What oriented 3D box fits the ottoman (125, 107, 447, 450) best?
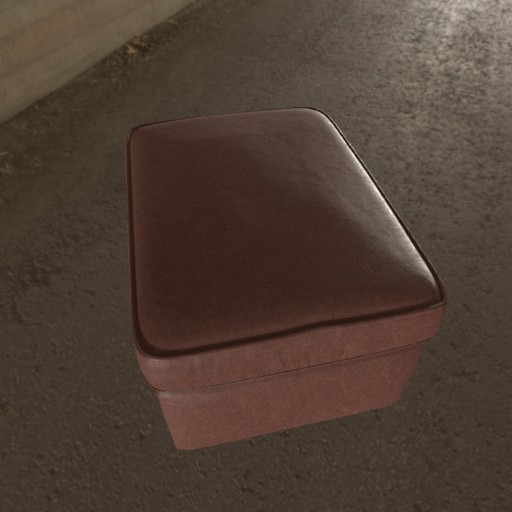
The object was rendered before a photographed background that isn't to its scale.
[{"bbox_3d":[0.000,0.000,1.082,0.548,0.449,0.749,-9,46,-9],"label":"ottoman"}]
